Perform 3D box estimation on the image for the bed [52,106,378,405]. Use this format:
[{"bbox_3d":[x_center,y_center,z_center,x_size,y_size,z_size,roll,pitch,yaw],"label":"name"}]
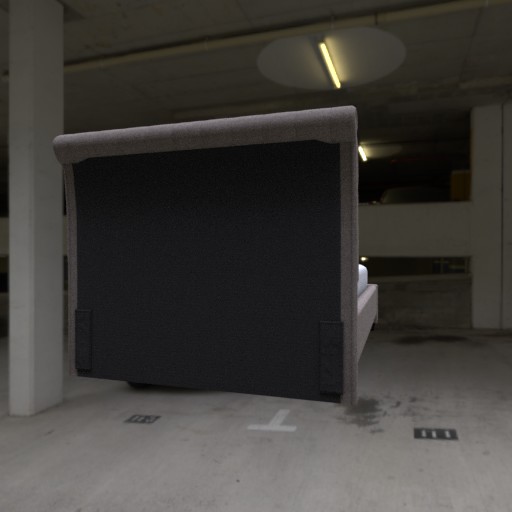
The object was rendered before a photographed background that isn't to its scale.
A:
[{"bbox_3d":[0.000,0.000,3.265,1.645,1.371,2.252,0,0,18],"label":"bed"}]
